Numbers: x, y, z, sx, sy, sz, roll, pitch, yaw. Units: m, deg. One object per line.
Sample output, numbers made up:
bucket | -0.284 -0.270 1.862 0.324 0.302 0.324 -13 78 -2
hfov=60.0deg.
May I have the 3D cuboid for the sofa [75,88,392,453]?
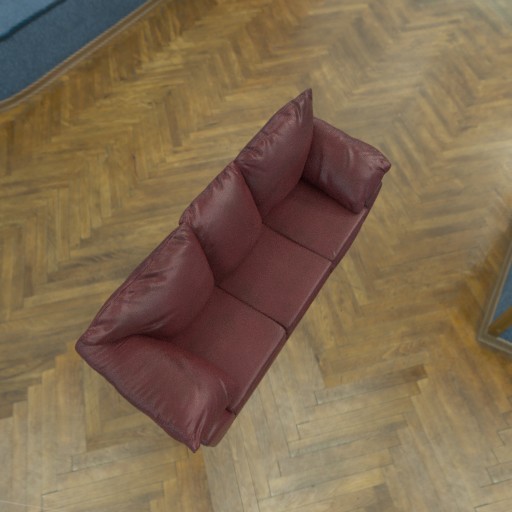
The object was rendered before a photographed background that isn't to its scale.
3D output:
sofa | 0.000 0.000 2.928 0.907 1.091 2.390 29 61 17
